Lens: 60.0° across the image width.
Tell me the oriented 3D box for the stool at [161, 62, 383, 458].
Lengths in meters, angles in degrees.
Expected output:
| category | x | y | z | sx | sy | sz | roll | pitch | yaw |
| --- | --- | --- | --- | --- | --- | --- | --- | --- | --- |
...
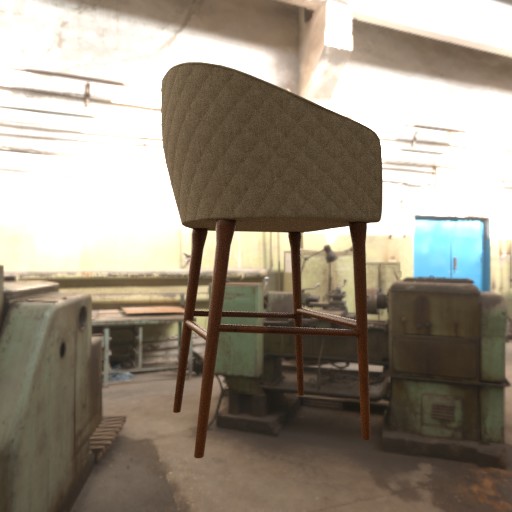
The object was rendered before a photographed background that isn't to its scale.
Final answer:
| category | x | y | z | sx | sy | sz | roll | pitch | yaw |
| --- | --- | --- | --- | --- | --- | --- | --- | --- | --- |
| stool | 0.000 | 0.000 | 1.437 | 0.607 | 1.078 | 0.559 | 0 | -1 | -19 |
